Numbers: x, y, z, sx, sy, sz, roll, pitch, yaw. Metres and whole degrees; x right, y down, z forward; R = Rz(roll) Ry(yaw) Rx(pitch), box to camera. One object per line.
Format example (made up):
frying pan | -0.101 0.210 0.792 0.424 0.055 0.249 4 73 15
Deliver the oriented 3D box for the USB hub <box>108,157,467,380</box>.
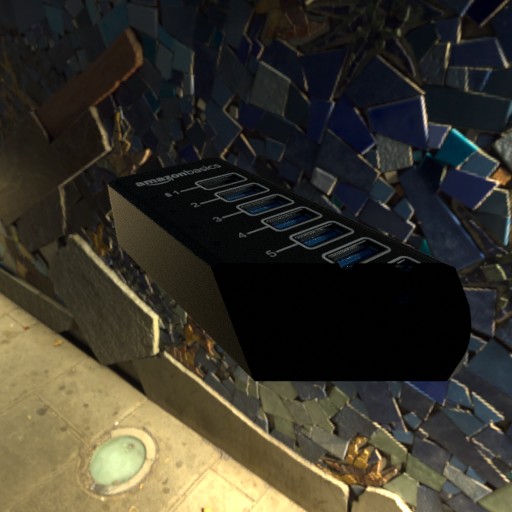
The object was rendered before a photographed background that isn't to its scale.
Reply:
USB hub | 0.000 0.000 0.125 0.044 0.023 0.110 -21 36 -31
